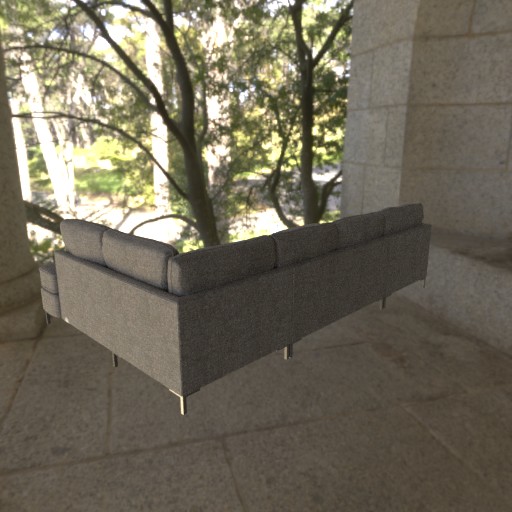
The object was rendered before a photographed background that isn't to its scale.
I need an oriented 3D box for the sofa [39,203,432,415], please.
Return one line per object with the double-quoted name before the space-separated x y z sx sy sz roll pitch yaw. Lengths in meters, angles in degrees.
"sofa" 0.000 0.000 4.385 2.048 0.999 3.423 14 20 43
